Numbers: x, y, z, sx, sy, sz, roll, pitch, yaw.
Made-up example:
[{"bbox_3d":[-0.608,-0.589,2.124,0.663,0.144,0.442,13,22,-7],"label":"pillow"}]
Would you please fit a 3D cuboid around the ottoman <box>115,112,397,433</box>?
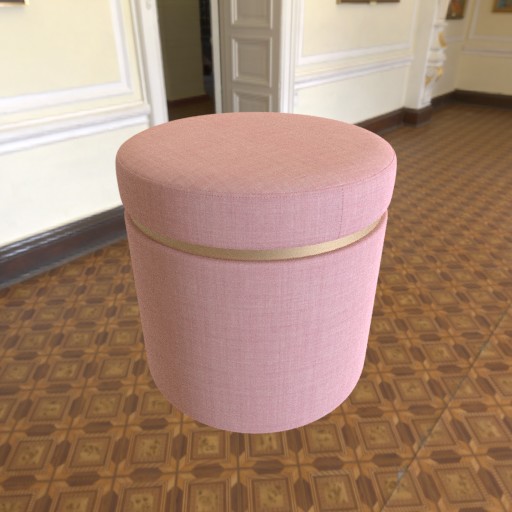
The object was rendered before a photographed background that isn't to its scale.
[{"bbox_3d":[0.000,0.000,0.737,0.400,0.406,0.400,0,30,0],"label":"ottoman"}]
